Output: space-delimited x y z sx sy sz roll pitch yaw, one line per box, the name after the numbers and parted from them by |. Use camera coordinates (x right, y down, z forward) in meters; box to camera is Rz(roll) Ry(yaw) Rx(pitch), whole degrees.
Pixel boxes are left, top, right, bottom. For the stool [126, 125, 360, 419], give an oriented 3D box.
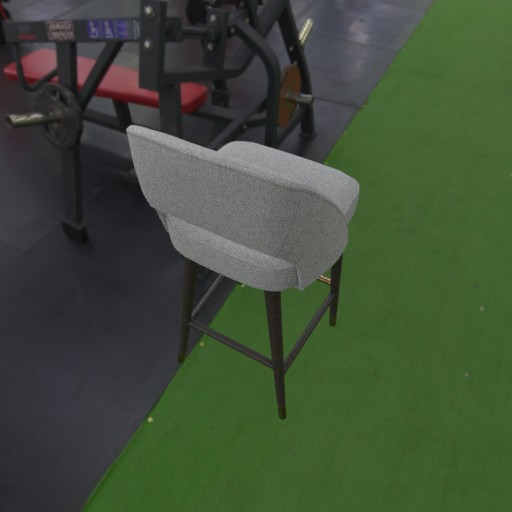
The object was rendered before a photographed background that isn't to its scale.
0.000 0.000 1.315 0.494 1.037 0.509 23 52 19 | stool
